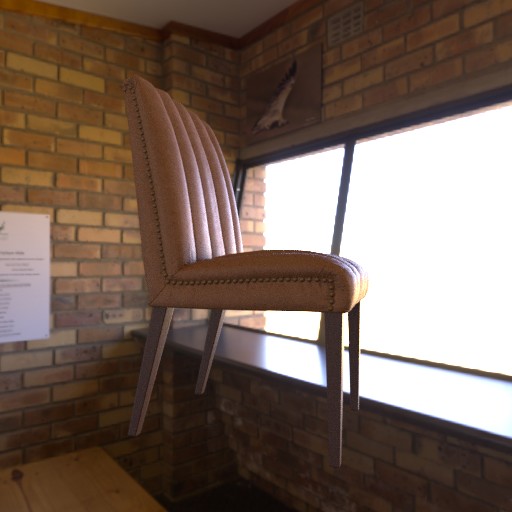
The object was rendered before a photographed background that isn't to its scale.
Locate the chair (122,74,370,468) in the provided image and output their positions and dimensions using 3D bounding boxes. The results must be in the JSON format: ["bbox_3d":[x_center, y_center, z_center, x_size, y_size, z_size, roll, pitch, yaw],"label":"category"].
[{"bbox_3d":[0.000,0.000,1.359,0.647,1.016,0.511,0,-1,19],"label":"chair"}]
